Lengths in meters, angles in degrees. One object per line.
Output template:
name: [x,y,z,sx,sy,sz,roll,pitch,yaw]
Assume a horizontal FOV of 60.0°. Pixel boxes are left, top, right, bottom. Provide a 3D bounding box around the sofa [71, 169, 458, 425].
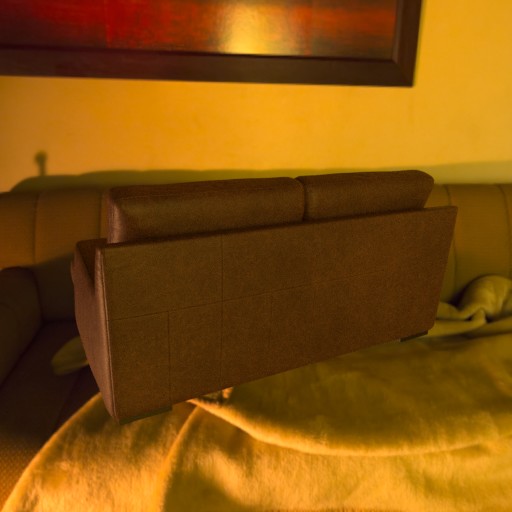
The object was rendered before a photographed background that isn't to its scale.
sofa: [0.000,0.000,2.447,1.880,0.939,1.143,-8,18,-27]
